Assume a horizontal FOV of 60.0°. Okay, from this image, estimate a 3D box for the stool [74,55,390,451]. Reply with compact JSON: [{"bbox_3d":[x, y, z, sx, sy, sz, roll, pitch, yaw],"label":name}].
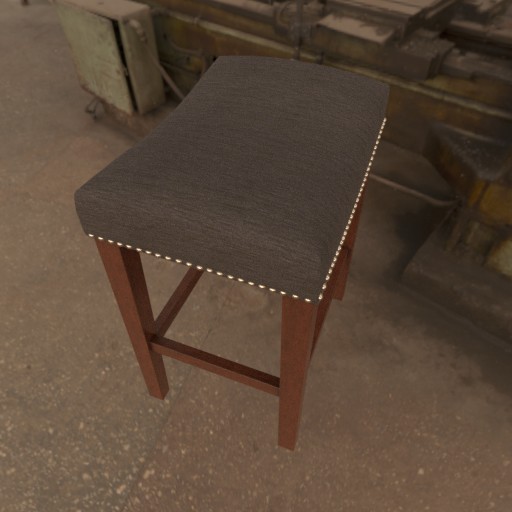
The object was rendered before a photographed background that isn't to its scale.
[{"bbox_3d":[0.000,0.000,0.942,0.372,0.654,0.504,16,49,14],"label":"stool"}]
